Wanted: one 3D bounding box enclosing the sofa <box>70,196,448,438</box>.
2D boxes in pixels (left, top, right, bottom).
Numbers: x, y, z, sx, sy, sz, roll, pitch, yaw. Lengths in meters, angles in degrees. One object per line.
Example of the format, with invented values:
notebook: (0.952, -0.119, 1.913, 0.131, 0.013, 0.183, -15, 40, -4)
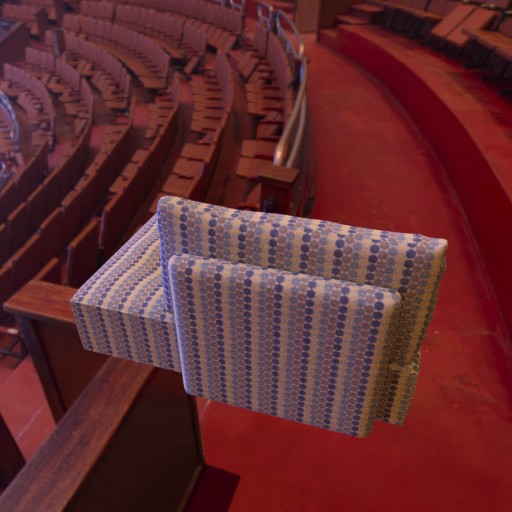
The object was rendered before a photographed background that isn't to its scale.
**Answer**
sofa: (0.000, 0.000, 1.966, 1.450, 0.820, 1.000, 9, 35, 14)
